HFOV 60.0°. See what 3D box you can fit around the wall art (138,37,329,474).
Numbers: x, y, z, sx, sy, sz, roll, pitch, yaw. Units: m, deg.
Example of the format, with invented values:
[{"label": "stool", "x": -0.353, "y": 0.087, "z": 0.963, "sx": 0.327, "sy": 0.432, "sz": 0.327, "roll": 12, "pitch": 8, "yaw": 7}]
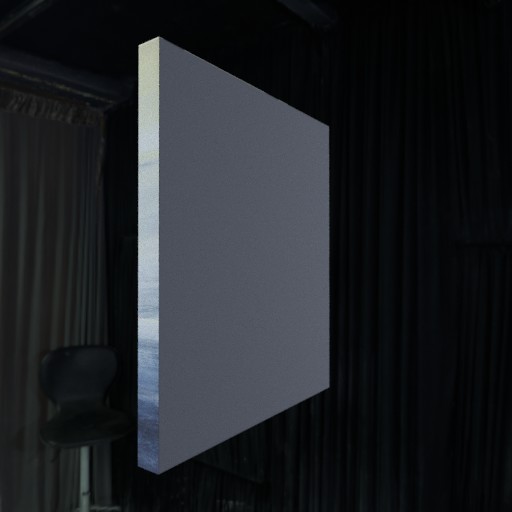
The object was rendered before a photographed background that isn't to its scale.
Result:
[{"label": "wall art", "x": 0.000, "y": 0.000, "z": 0.703, "sx": 0.037, "sy": 0.511, "sz": 0.435, "roll": 0, "pitch": -1, "yaw": 36}]
